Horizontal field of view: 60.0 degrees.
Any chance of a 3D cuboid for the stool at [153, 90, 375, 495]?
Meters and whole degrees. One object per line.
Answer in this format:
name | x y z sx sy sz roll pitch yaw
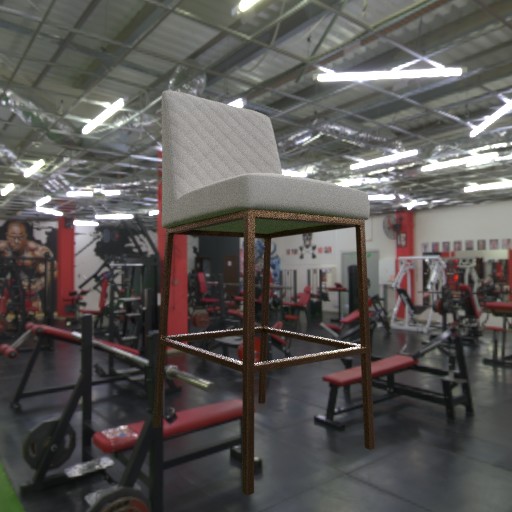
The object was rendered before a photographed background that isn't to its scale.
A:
stool | 0.000 0.000 1.342 0.462 1.084 0.546 1 -2 -36
